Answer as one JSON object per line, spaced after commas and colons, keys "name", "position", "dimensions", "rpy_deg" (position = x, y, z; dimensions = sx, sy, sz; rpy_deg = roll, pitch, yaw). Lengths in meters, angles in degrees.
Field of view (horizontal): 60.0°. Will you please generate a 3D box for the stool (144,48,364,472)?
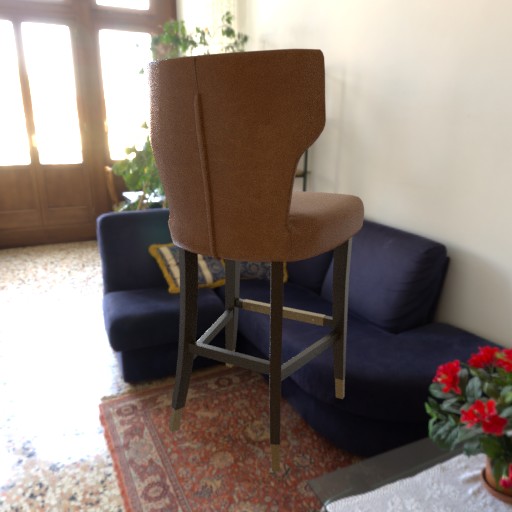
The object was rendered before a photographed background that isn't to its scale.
{"name": "stool", "position": [0.000, 0.000, 1.365], "dimensions": [0.526, 1.092, 0.563], "rpy_deg": [8, 18, 27]}
